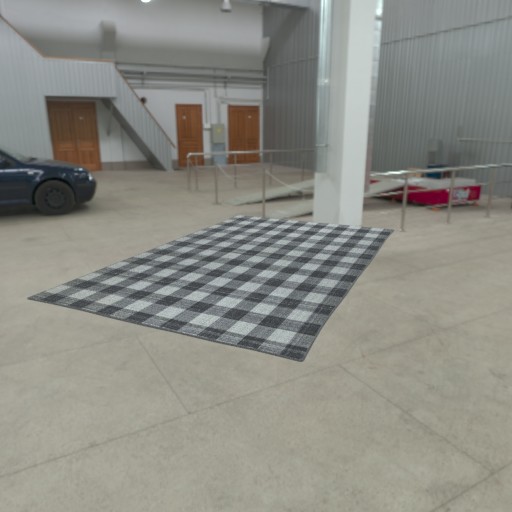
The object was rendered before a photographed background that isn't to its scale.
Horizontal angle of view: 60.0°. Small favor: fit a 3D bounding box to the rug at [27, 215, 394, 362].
[{"bbox_3d":[0.000,0.000,3.122,1.554,0.011,2.476,8,18,24],"label":"rug"}]
